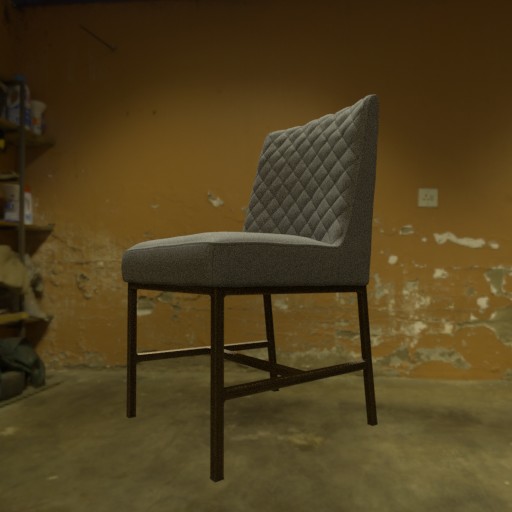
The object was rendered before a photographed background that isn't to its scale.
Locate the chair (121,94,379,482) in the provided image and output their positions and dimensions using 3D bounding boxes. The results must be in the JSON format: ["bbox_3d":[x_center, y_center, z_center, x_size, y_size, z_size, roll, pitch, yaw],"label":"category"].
[{"bbox_3d":[0.000,0.000,1.213,0.587,0.889,0.508,1,-3,-36],"label":"chair"}]
